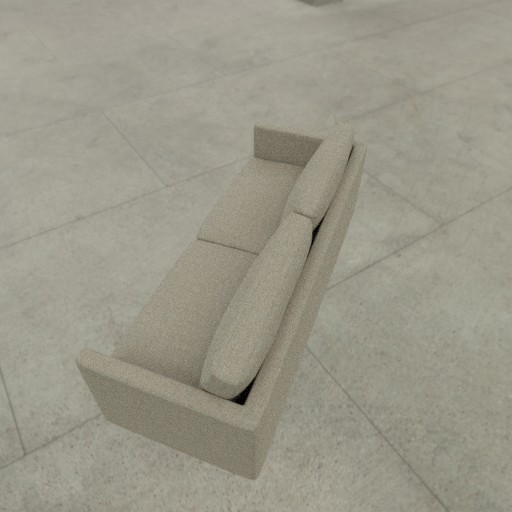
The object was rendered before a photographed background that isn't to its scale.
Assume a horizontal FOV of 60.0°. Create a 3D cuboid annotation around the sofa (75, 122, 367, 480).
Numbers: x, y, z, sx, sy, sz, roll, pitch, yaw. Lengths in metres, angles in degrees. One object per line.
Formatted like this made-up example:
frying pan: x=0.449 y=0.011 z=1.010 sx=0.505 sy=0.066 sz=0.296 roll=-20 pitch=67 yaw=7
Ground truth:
sofa: x=0.000 y=0.000 z=2.932 sx=0.951 sy=0.965 sz=2.434 roll=15 pitch=47 yaw=15
